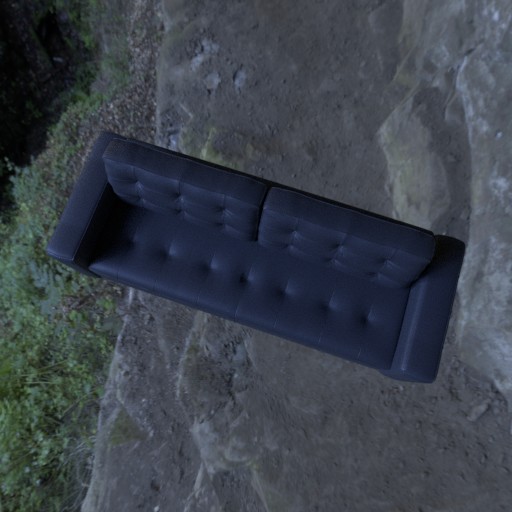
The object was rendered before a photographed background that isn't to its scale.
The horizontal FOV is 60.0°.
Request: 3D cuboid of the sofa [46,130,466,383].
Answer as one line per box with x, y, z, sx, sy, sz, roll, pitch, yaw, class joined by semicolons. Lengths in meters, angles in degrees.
0.000;0.000;2.674;2.275;0.893;0.833;18;77;4;sofa
